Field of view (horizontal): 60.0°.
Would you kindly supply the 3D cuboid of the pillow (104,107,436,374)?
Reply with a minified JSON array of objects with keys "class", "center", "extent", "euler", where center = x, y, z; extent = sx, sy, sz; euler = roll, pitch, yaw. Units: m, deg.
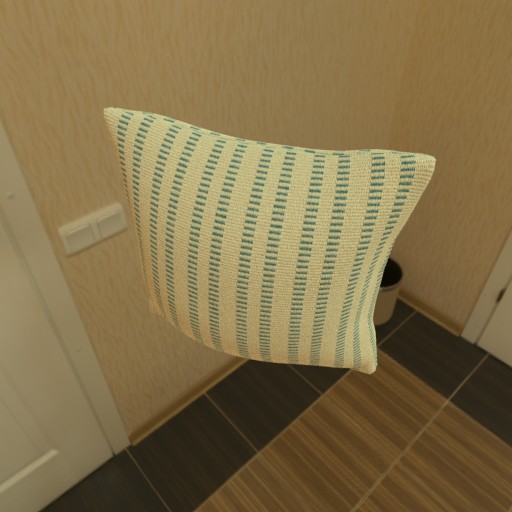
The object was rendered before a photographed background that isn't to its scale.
[{"class":"pillow","center":[0.000,0.000,0.685],"extent":[0.438,0.419,0.247],"euler":[13,43,14]}]
